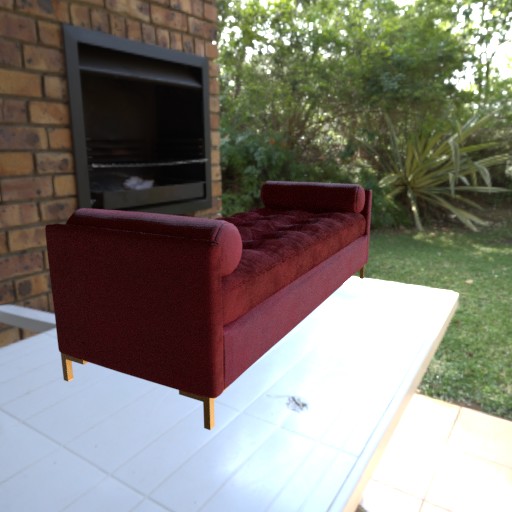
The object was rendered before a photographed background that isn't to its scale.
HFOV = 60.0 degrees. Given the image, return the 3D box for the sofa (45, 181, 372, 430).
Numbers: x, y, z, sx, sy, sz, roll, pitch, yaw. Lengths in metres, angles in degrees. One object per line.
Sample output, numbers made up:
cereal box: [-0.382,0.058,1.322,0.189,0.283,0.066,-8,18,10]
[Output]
sofa: [0.000,0.000,2.491,0.796,0.705,2.102,7,15,27]
